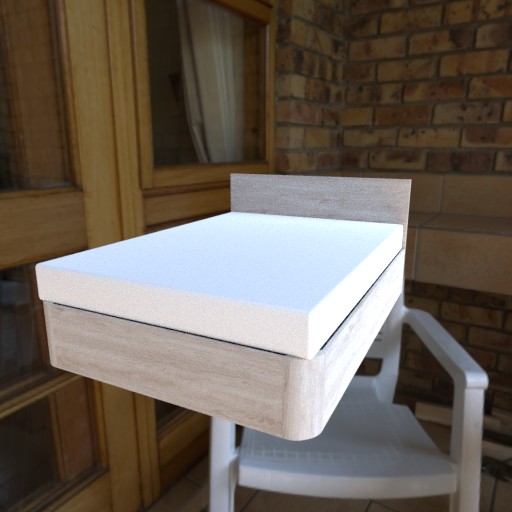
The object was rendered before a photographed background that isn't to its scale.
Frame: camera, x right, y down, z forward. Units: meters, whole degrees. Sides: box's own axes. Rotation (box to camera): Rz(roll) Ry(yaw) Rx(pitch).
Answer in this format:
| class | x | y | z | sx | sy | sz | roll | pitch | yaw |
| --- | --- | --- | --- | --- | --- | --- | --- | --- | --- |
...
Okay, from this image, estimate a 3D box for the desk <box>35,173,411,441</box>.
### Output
| class | x | y | z | sx | sy | sz | roll | pitch | yaw |
| --- | --- | --- | --- | --- | --- | --- | --- | --- | --- |
| desk | 0.000 | 0.000 | 2.582 | 1.400 | 0.800 | 1.900 | 7 | 16 | 26 |
